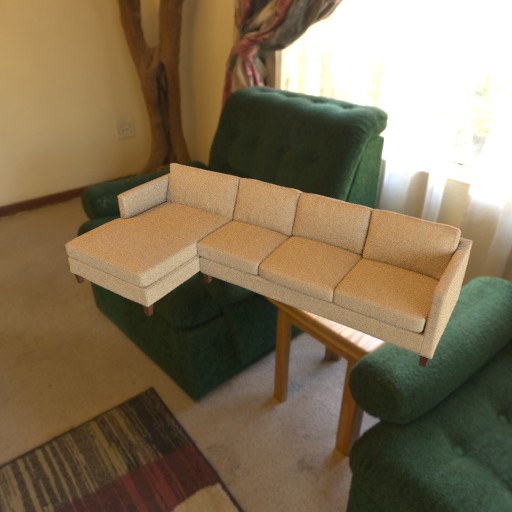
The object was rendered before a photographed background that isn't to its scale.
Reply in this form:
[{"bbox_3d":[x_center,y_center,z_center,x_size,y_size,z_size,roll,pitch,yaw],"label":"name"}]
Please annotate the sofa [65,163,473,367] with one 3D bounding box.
[{"bbox_3d":[0.000,0.000,3.891,3.186,0.846,1.625,18,35,28],"label":"sofa"}]
